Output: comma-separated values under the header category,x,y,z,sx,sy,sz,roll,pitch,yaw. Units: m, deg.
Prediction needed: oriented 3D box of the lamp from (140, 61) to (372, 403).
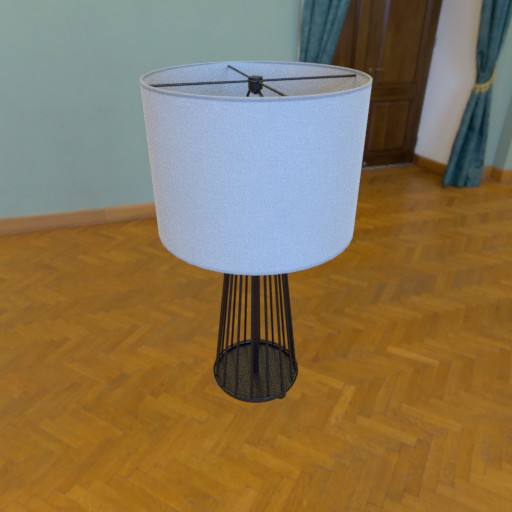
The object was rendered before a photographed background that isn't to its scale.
category,x,y,z,sx,sy,sz,roll,pitch,yaw
lamp,0.000,0.000,0.777,0.322,0.593,0.322,-9,32,-15
